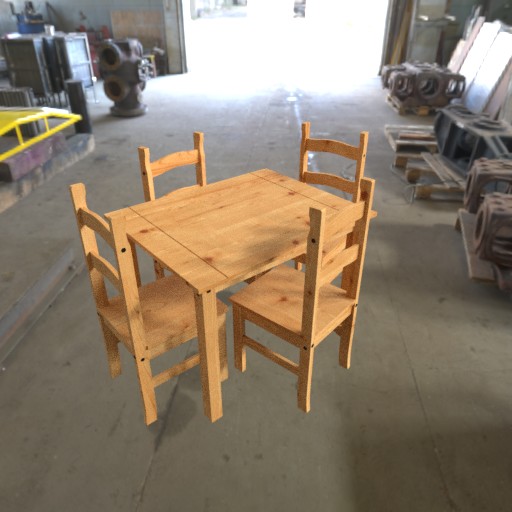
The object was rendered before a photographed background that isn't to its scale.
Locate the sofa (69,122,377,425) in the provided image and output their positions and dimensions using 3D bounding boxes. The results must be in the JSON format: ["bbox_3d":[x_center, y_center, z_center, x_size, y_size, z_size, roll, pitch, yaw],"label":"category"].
[{"bbox_3d":[0.000,0.000,2.226,1.529,1.000,1.144,-23,37,-33],"label":"sofa"}]
